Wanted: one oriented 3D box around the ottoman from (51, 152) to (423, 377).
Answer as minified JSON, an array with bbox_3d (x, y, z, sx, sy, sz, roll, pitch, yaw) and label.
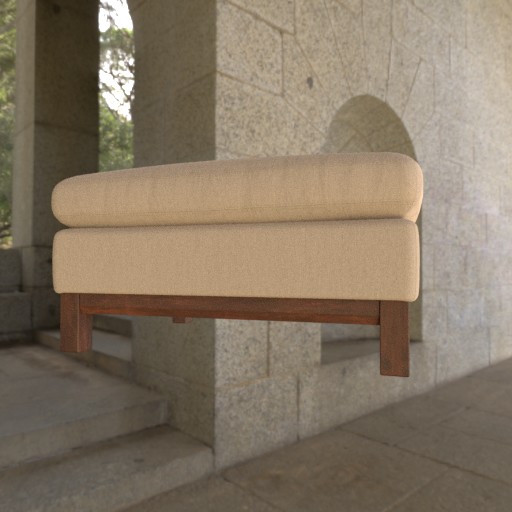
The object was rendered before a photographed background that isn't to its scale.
[{"bbox_3d":[0.000,0.000,1.110,0.771,0.420,0.606,0,-1,18],"label":"ottoman"}]
